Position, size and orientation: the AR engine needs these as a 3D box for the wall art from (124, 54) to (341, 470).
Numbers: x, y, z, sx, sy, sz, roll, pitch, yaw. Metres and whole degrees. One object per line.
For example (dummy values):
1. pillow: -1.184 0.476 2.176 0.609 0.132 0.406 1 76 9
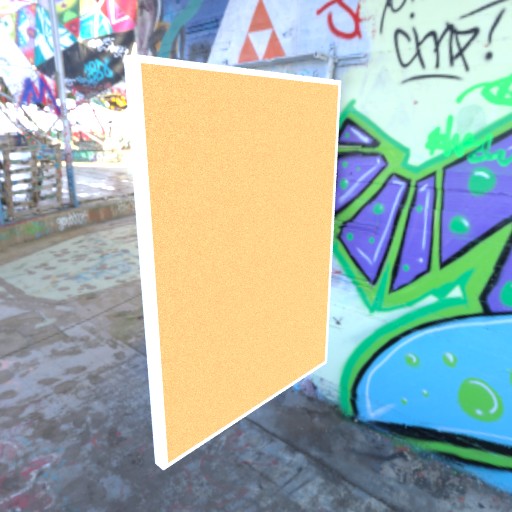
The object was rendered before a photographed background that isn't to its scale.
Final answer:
1. wall art: 0.000 0.000 1.575 0.046 1.221 0.914 15 22 41
